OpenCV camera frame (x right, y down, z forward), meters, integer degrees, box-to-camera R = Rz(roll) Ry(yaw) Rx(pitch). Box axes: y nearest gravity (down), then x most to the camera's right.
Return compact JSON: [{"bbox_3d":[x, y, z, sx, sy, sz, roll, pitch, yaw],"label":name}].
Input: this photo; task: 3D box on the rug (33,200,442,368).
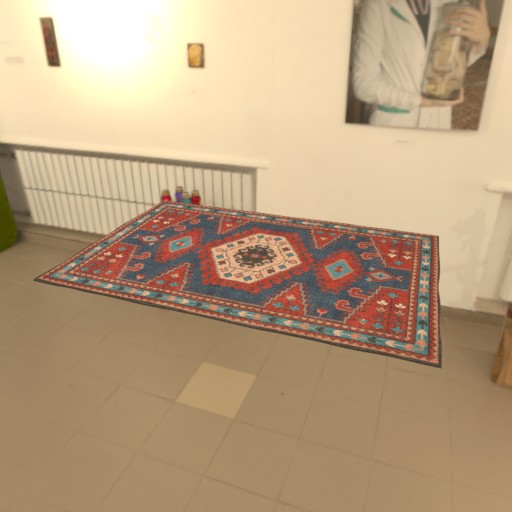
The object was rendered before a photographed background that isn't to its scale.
[{"bbox_3d":[0.000,0.000,2.331,1.820,0.012,1.207,9,28,18],"label":"rug"}]
